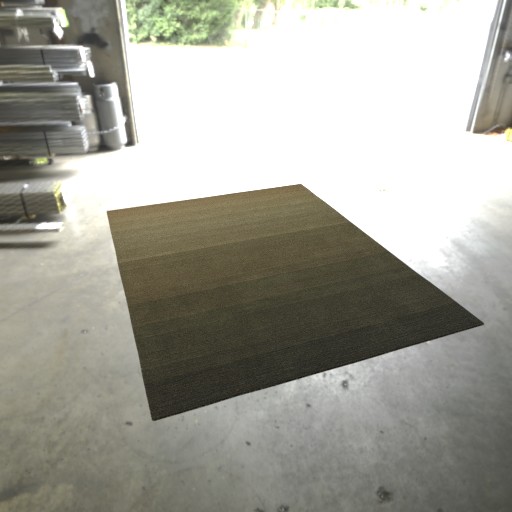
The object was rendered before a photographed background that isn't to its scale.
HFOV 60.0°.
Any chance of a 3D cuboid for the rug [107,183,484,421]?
[{"bbox_3d":[0.000,0.000,3.925,2.315,0.015,2.932,-11,32,-18],"label":"rug"}]
